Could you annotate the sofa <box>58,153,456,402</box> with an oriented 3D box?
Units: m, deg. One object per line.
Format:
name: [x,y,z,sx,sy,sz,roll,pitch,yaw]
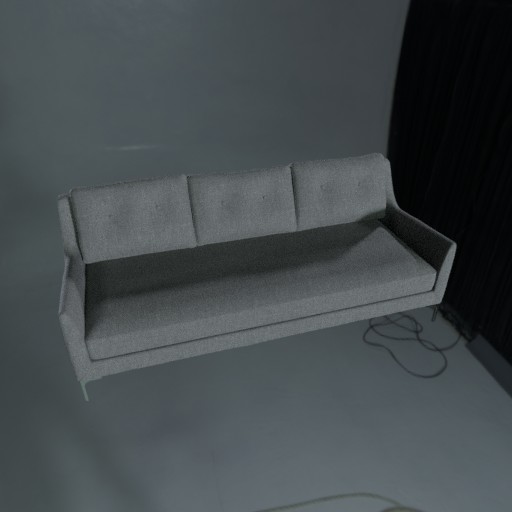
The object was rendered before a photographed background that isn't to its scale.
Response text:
sofa: [0.000,0.000,2.539,2.060,0.837,0.849,-9,34,-14]
